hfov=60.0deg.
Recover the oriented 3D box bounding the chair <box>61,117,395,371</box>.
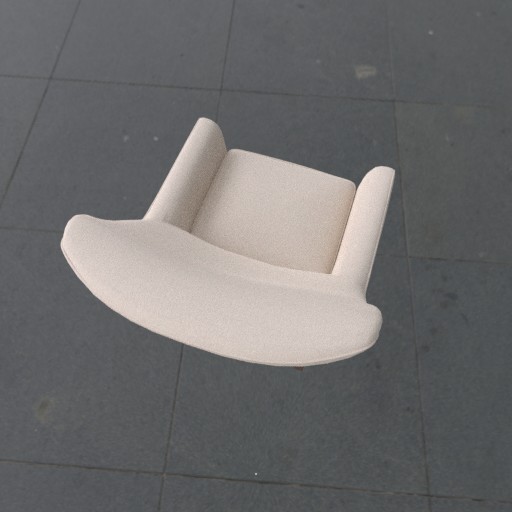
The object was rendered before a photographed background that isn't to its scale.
[{"bbox_3d":[0.000,0.000,1.493,0.756,0.916,0.879,17,65,8],"label":"chair"}]
